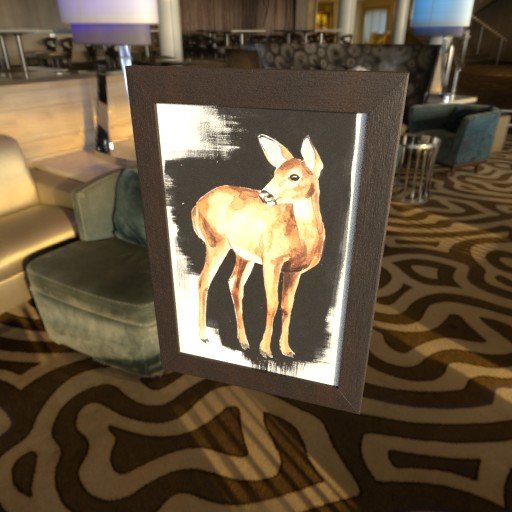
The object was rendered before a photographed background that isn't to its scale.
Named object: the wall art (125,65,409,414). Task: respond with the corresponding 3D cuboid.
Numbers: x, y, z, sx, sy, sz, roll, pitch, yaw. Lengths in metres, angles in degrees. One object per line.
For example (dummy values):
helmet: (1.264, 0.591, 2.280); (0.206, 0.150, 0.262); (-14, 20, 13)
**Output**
wall art: (0.000, 0.000, 0.658); (0.359, 0.513, 0.017); (8, 28, 16)
